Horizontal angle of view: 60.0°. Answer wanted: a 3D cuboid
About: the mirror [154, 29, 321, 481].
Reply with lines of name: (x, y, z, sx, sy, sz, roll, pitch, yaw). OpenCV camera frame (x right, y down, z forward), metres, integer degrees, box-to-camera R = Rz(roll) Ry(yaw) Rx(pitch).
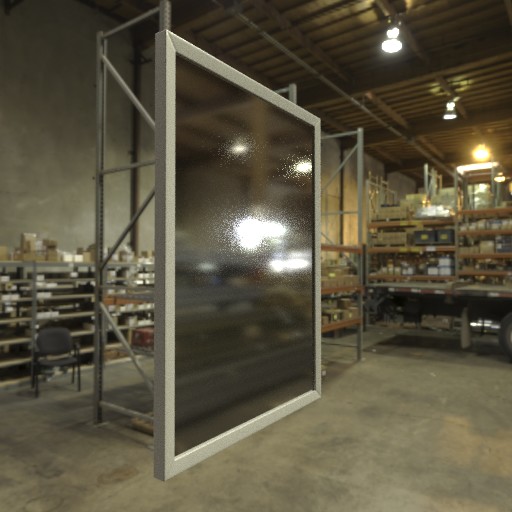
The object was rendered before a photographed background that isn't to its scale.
mirror: (0.000, 0.000, 1.317, 0.040, 1.016, 0.762, -1, -1, 35)
